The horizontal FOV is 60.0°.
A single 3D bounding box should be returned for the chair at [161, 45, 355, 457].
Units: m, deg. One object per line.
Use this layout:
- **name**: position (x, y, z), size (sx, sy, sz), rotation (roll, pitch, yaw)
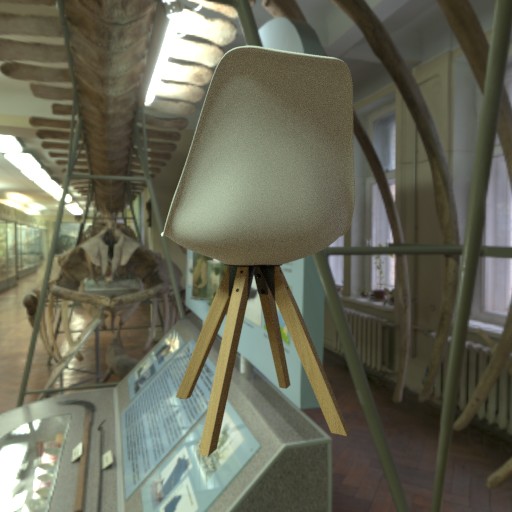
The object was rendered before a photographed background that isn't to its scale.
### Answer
- **chair**: position (0.000, 0.000, 1.163), size (0.485, 0.849, 0.550), rotation (-1, 2, -18)
